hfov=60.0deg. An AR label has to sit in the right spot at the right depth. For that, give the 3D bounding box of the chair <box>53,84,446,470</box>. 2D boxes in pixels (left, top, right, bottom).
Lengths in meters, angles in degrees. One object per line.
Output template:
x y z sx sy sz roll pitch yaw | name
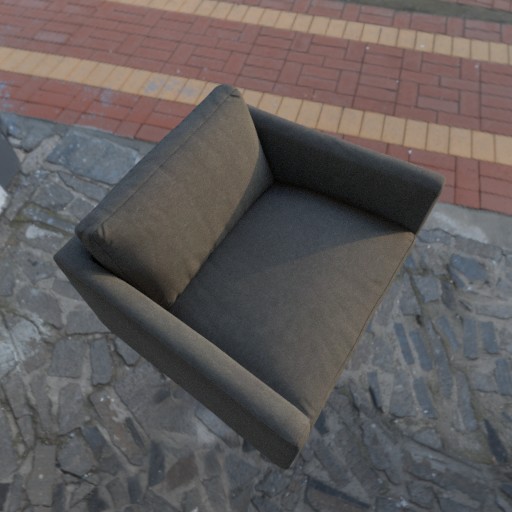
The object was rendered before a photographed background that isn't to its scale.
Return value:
0.000 0.000 1.846 1.091 0.845 1.190 29 63 16 | chair
